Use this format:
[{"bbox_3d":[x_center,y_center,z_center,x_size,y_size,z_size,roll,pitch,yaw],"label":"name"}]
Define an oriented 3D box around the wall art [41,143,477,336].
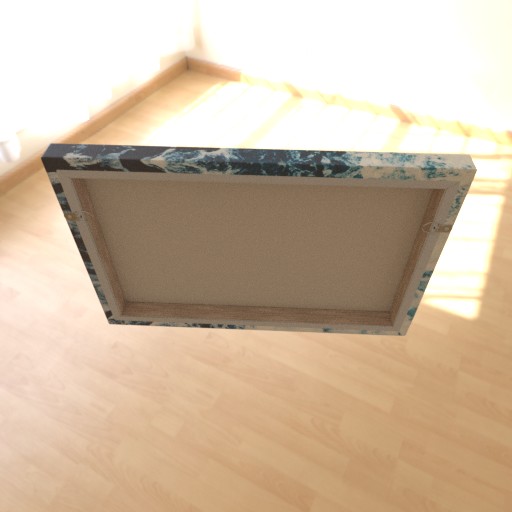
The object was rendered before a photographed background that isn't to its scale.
[{"bbox_3d":[0.000,0.000,0.773,0.609,0.407,0.043,2,46,2],"label":"wall art"}]
